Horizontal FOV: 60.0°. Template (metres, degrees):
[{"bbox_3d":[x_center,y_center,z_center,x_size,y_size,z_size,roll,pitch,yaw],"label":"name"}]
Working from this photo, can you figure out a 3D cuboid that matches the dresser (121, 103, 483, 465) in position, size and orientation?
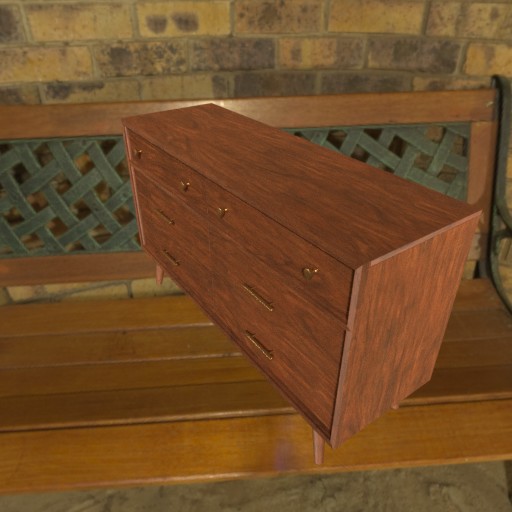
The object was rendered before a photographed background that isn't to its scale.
[{"bbox_3d":[0.000,0.000,1.856,0.500,0.889,1.472,-21,38,-29],"label":"dresser"}]
